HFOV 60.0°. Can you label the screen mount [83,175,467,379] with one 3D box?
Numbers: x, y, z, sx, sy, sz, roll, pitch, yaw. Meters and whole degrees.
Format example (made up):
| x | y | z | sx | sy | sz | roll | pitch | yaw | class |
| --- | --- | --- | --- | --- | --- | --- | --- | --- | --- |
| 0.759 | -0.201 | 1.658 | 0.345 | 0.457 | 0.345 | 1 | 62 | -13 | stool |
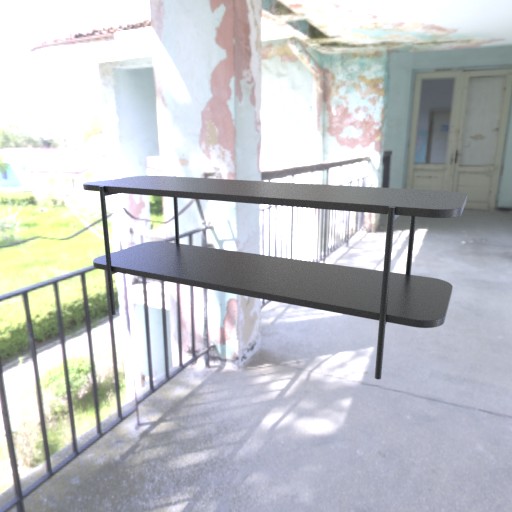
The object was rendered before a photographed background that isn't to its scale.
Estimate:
| x | y | z | sx | sy | sz | roll | pitch | yaw | class |
| --- | --- | --- | --- | --- | --- | --- | --- | --- | --- |
| 0.000 | 0.000 | 1.456 | 1.200 | 0.447 | 0.400 | 8 | 17 | 26 | screen mount |
